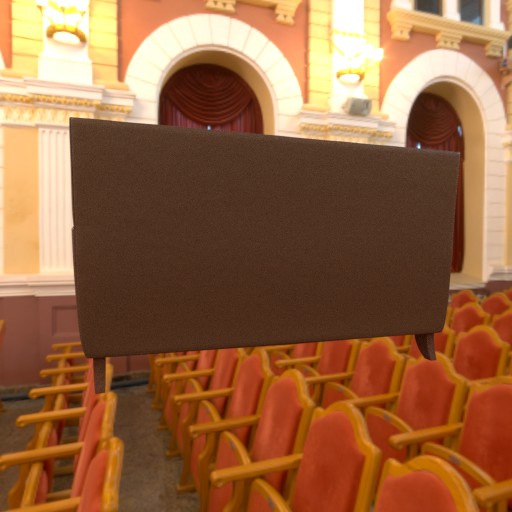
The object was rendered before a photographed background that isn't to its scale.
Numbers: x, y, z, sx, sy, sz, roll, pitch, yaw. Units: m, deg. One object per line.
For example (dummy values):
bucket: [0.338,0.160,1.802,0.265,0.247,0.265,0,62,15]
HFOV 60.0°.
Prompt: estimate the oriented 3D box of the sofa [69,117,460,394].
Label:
sofa: [0.000,0.000,1.960,1.468,0.859,0.853,0,1,-19]
